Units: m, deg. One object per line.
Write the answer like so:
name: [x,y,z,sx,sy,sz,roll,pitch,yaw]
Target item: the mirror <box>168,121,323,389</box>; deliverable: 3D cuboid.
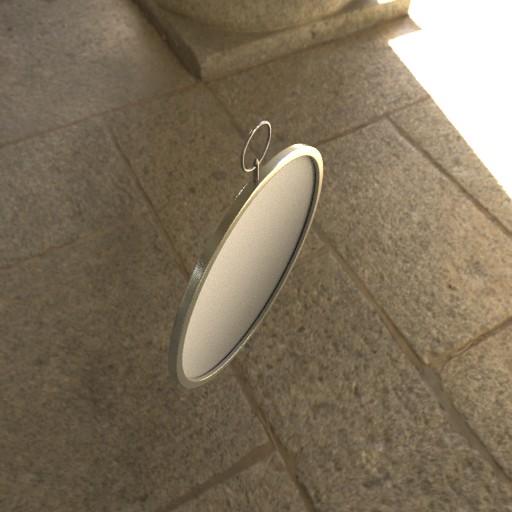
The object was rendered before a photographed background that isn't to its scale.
mirror: [0.000,0.000,0.960,0.020,0.713,0.594,28,62,17]
